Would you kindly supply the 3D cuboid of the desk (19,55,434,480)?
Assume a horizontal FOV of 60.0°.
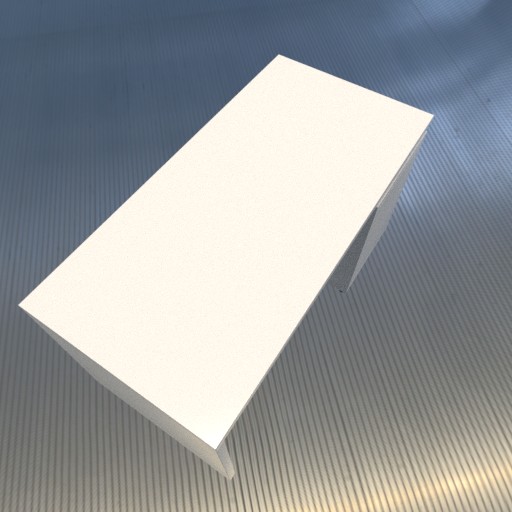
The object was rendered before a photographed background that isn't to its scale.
[{"bbox_3d":[0.000,0.000,1.777,0.690,0.740,1.400,29,62,17],"label":"desk"}]
